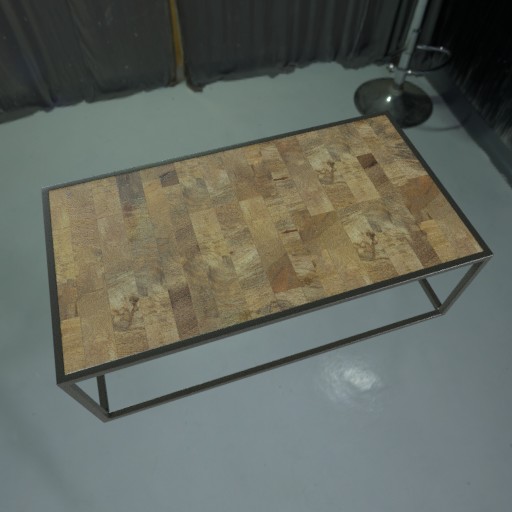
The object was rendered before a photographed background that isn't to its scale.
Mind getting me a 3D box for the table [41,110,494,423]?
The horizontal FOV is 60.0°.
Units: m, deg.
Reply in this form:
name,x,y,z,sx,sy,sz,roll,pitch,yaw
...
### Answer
name,x,y,z,sx,sy,sz,roll,pitch,yaw
table,0.000,0.000,1.480,1.199,0.398,0.649,-15,58,-10
